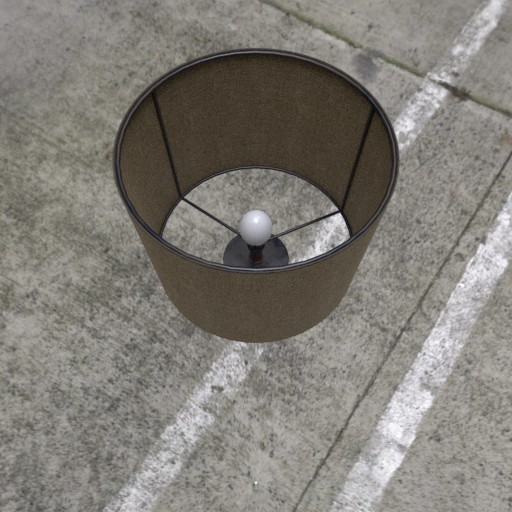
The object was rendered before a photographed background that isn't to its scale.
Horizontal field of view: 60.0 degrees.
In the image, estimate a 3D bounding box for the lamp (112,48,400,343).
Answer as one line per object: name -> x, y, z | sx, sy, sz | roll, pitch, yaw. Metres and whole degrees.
lamp -> 0.000, 0.000, 0.470 | 0.202, 0.350, 0.202 | 0, 63, 0
